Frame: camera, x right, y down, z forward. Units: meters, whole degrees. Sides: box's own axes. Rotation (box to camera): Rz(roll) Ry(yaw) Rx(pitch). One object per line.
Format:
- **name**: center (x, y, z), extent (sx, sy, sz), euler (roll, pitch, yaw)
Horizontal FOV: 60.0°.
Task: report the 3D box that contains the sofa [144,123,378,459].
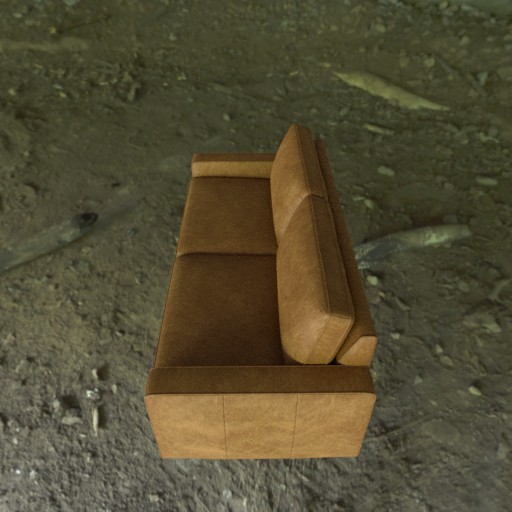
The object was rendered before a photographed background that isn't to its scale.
- **sofa**: center (0.000, 0.000, 2.707), extent (0.991, 0.928, 2.156), euler (0, 41, 0)
